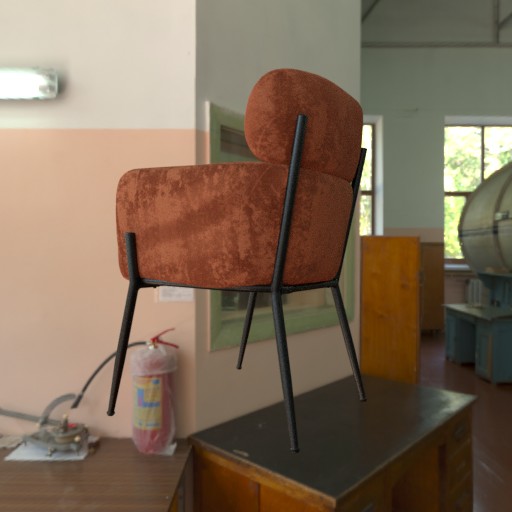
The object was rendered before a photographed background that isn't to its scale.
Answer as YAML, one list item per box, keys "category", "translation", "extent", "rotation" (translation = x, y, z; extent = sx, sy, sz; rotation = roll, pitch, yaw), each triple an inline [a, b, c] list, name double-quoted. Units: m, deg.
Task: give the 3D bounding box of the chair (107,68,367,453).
- category: "chair"
  translation: [0.000, 0.000, 1.145]
  extent: [0.523, 0.772, 0.561]
  rotation: [0, 0, 34]
